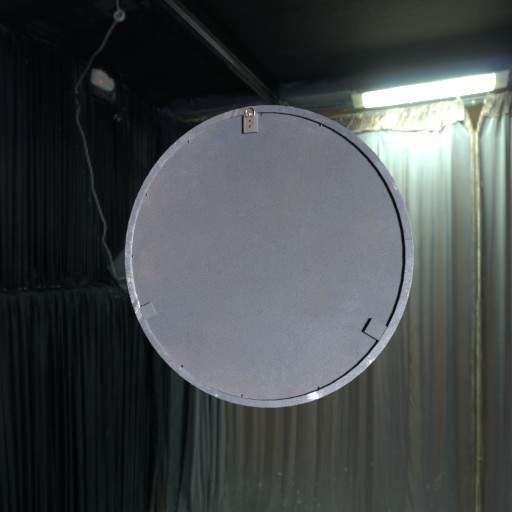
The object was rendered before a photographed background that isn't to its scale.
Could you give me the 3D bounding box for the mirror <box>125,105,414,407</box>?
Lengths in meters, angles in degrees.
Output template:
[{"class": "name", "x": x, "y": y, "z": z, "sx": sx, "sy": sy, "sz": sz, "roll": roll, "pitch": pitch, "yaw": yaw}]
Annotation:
[{"class": "mirror", "x": 0.000, "y": 0.000, "z": 1.061, "sx": 0.710, "sy": 0.710, "sz": 0.038, "roll": 0, "pitch": -1, "yaw": 18}]
